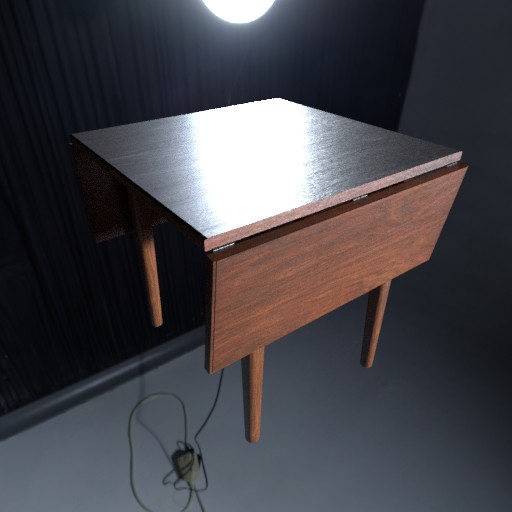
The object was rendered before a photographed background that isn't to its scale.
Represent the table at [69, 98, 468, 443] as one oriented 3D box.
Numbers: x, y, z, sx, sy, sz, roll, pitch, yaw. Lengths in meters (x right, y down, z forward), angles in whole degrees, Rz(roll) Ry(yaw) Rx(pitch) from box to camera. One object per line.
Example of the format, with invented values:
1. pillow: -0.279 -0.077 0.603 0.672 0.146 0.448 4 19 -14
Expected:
1. table: 0.000 0.000 1.464 0.812 0.763 0.843 -21 38 -30
